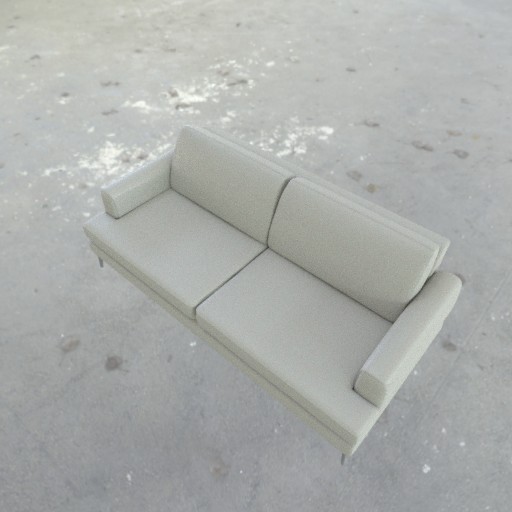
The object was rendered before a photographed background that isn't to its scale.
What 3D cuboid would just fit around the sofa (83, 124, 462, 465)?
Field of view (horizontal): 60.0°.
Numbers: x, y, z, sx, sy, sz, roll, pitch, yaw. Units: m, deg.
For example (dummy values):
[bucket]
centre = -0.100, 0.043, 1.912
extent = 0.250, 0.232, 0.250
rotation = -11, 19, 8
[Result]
[sofa]
centre = 0.000, 0.000, 2.436
extent = 1.940, 0.765, 0.974
rotation = 32, 54, 27
